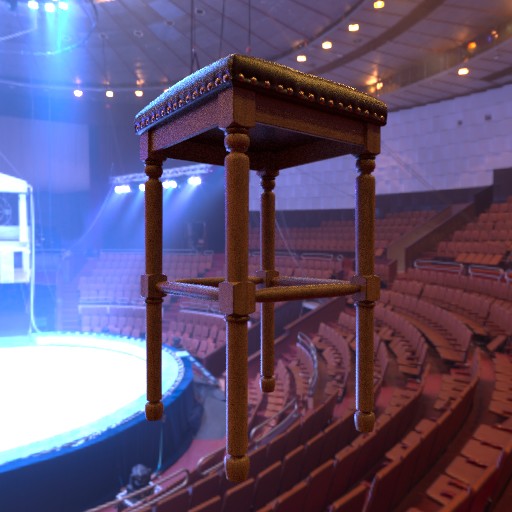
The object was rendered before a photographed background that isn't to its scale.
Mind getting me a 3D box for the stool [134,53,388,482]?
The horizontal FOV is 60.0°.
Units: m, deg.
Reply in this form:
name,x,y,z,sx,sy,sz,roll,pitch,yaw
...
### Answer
name,x,y,z,sx,sy,sz,roll,pitch,yaw
stool,0.000,0.000,0.924,0.382,0.702,0.383,0,1,-37
